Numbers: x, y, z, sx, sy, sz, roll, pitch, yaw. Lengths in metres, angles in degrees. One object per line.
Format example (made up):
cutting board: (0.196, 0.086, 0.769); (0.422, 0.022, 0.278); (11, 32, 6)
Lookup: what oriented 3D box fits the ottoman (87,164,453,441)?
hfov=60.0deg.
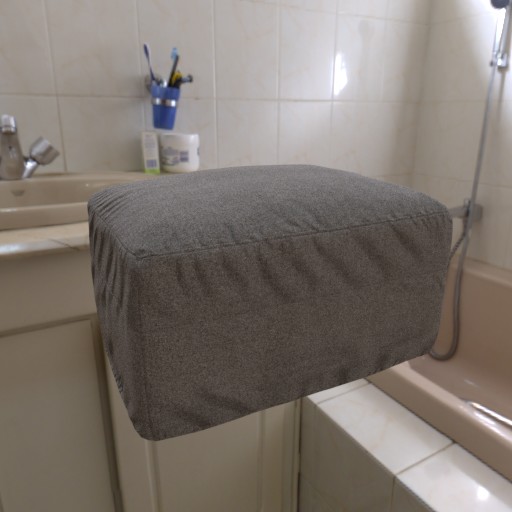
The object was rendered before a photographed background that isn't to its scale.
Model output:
ottoman: (0.000, 0.000, 1.240); (0.837, 0.481, 0.683); (-9, 19, -26)
